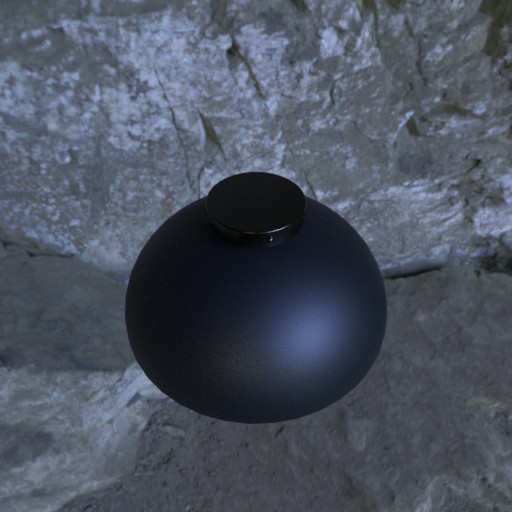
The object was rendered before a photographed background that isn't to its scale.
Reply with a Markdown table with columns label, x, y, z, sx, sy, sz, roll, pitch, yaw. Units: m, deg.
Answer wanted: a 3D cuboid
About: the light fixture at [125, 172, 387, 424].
| label | x | y | z | sx | sy | sz | roll | pitch | yaw |
| --- | --- | --- | --- | --- | --- | --- | --- | --- | --- |
| light fixture | 0.000 | 0.000 | 0.559 | 0.355 | 0.177 | 0.355 | 0 | 44 | 0 |
